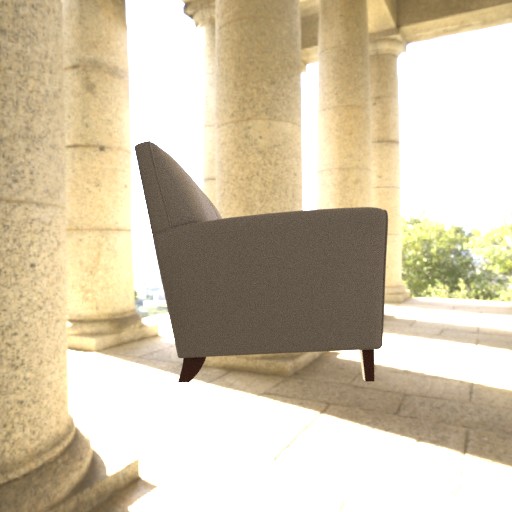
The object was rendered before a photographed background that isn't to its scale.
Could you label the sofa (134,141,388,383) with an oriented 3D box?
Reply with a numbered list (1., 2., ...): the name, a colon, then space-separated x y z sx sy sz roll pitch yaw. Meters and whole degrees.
1. sofa: 0.000 0.000 2.479 0.875 0.846 2.000 0 2 -1
